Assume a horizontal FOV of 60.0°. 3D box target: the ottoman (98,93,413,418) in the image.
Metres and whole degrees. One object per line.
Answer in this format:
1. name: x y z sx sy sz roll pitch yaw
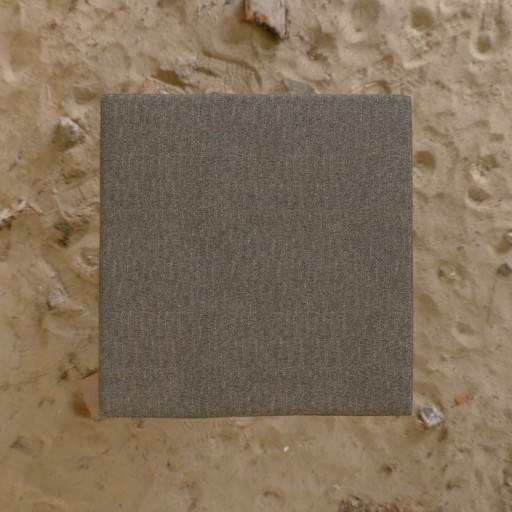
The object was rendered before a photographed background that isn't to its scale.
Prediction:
1. ottoman: 0.000 0.000 1.513 0.981 0.379 1.016 0 89 -1
